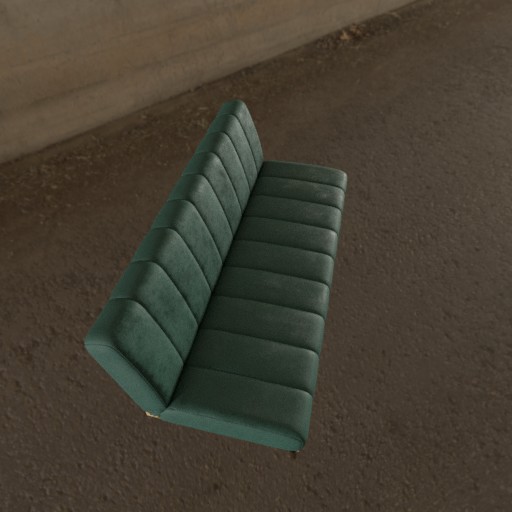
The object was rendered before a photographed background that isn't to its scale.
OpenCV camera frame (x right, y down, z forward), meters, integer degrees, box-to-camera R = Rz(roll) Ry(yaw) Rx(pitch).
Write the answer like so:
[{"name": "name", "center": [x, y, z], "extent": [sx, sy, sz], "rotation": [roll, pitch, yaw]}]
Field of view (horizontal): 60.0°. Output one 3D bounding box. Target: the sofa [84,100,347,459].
[{"name": "sofa", "center": [0.000, 0.000, 2.357], "extent": [0.830, 0.820, 1.810], "rotation": [10, 47, 9]}]
